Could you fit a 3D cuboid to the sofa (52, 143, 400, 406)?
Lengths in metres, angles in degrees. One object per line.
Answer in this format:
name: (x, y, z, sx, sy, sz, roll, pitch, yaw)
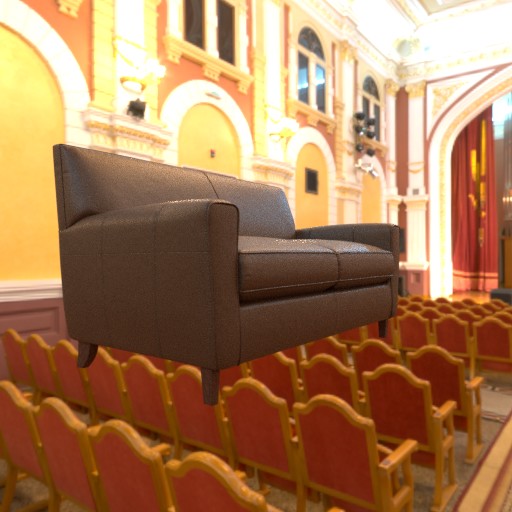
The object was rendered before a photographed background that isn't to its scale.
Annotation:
sofa: (0.000, 0.000, 2.019, 0.853, 0.859, 1.468, 0, 1, 38)
